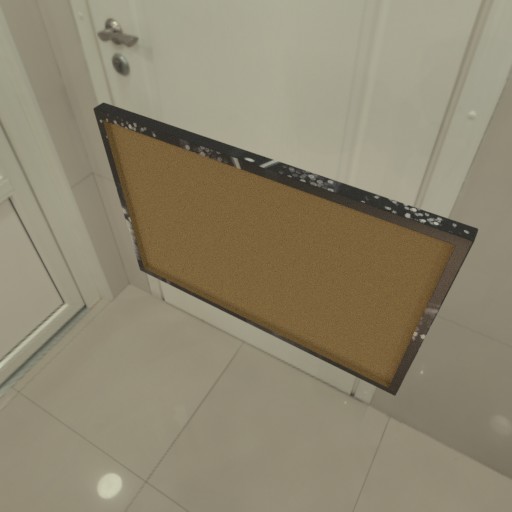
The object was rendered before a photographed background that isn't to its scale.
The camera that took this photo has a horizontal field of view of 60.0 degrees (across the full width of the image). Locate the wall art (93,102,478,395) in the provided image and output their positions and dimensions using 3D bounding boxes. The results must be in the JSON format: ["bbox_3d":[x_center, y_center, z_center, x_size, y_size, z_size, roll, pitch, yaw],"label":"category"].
[{"bbox_3d":[0.000,0.000,1.172,0.914,0.609,0.038,23,51,20],"label":"wall art"}]
